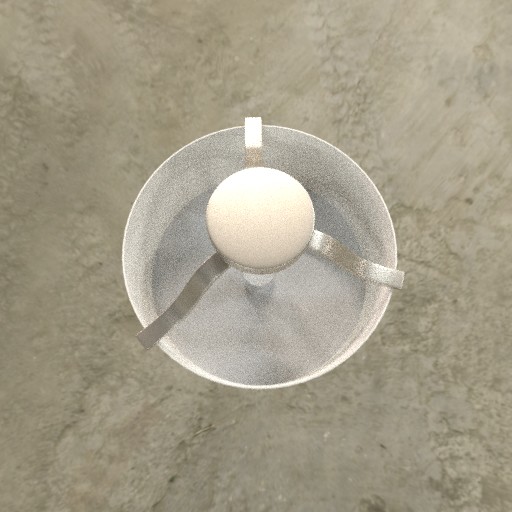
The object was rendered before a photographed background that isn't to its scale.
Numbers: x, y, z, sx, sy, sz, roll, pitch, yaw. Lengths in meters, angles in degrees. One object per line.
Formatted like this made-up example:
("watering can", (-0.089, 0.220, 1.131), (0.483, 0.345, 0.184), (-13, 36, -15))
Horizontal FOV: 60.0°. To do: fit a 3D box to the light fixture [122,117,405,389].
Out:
("light fixture", (0.000, 0.000, 0.651), (0.395, 0.304, 0.395), (0, 74, 0))
